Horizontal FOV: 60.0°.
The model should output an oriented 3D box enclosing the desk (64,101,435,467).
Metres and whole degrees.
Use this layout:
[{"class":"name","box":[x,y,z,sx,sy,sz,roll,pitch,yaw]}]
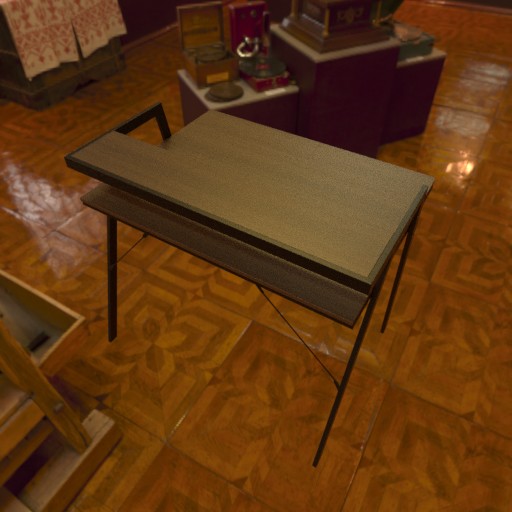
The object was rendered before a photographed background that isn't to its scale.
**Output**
[{"class":"desk","box":[0.000,0.000,1.916,1.143,0.998,0.936,24,49,22]}]
